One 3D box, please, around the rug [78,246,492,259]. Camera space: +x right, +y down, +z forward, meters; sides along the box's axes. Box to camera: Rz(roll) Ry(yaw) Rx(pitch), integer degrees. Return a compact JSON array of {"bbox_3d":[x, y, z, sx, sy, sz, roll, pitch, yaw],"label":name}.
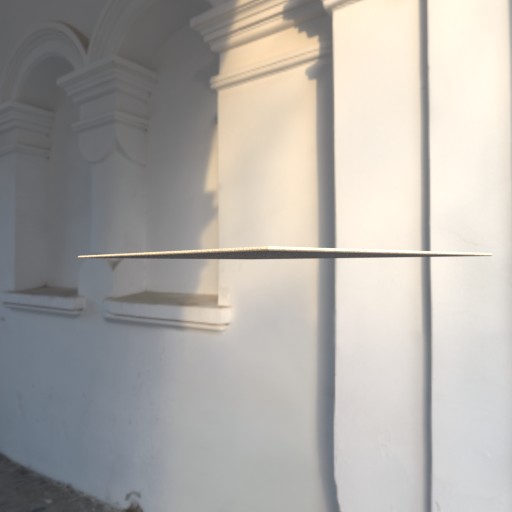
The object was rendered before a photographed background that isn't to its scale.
[{"bbox_3d":[0.000,0.000,2.732,1.526,0.015,2.132,1,-1,-37],"label":"rug"}]
